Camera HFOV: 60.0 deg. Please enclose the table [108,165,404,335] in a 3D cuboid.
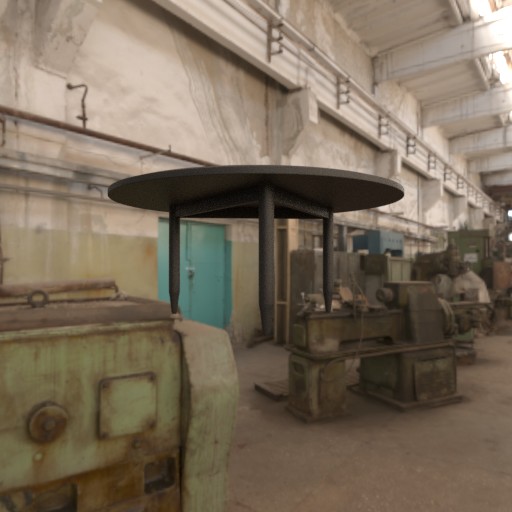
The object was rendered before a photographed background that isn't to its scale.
[{"bbox_3d":[0.000,0.000,1.415,0.900,0.400,0.900,0,-1,0],"label":"table"}]
